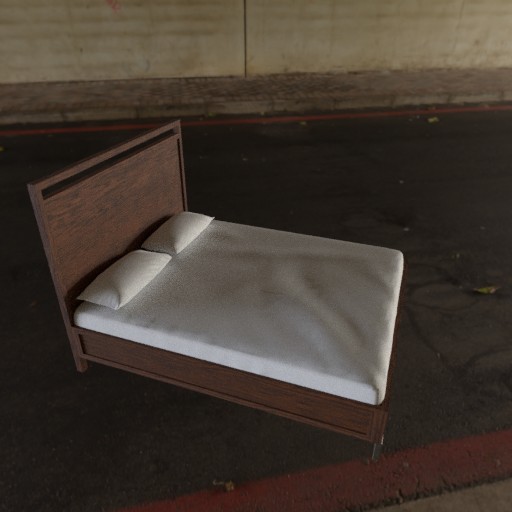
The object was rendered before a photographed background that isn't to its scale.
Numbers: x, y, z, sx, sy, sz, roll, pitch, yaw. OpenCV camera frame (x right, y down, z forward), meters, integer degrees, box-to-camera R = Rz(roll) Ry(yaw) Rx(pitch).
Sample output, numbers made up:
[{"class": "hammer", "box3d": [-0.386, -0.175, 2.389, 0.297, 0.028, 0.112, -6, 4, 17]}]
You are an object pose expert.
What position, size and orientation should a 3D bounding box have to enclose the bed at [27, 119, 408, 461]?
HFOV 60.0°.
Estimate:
[{"class": "bed", "box3d": [0.000, 0.000, 3.356, 2.218, 1.487, 1.765, 10, 32, 17]}]
